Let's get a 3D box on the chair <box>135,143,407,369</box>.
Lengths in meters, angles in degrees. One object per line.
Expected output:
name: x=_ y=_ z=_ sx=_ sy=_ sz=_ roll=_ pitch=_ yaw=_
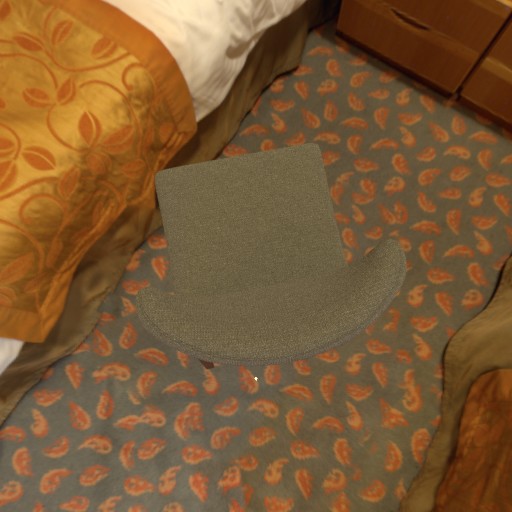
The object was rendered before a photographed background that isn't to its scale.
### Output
chair: x=0.000 y=0.000 z=1.179 sx=0.491 sy=0.839 sz=0.589 roll=-11 pitch=75 yaw=-3
